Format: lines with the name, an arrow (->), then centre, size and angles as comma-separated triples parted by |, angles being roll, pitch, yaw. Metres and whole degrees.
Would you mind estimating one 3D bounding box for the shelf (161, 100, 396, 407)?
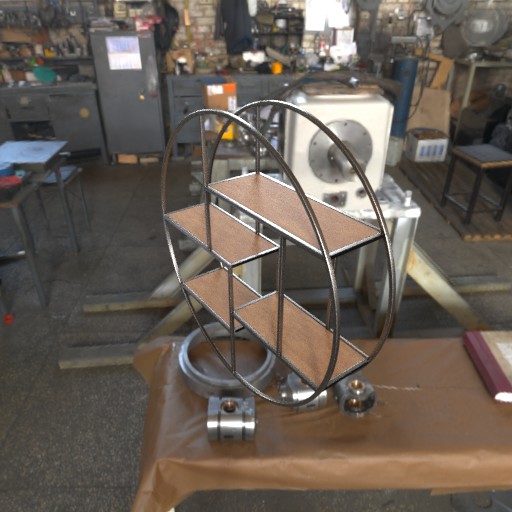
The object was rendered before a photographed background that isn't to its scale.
shelf -> 0.000, 0.000, 1.365 | 0.202, 0.888, 0.888 | -20, 36, -31
